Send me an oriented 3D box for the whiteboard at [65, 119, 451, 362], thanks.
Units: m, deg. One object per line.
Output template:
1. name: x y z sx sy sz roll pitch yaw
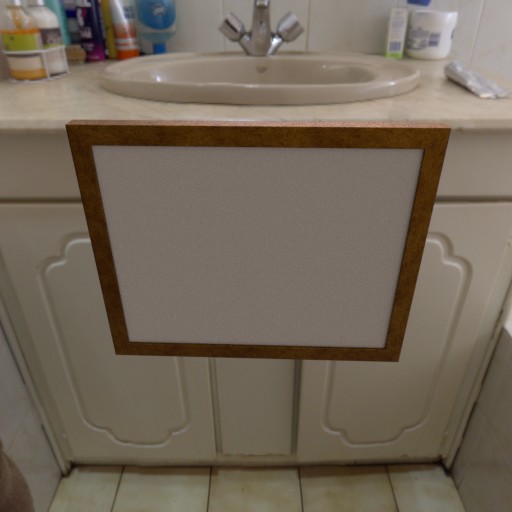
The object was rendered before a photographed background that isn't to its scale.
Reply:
1. whiteboard: 0.000 0.000 0.774 0.561 0.457 0.029 1 31 2
